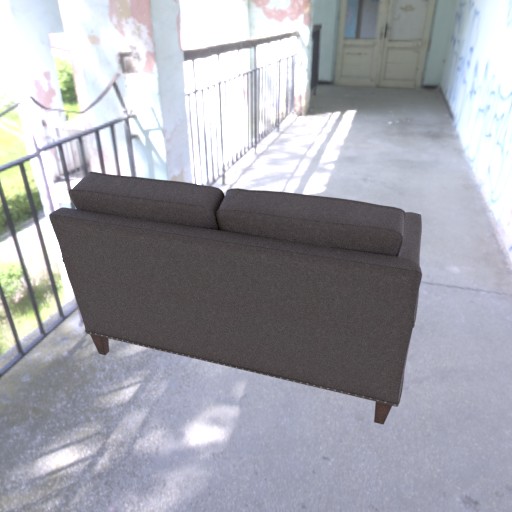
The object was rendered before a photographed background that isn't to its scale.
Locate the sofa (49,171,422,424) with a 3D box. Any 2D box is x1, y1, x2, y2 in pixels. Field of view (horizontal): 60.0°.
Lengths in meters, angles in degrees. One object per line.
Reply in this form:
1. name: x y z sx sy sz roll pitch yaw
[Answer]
1. sofa: 0.000 0.000 2.272 1.597 1.003 1.084 9 31 16
